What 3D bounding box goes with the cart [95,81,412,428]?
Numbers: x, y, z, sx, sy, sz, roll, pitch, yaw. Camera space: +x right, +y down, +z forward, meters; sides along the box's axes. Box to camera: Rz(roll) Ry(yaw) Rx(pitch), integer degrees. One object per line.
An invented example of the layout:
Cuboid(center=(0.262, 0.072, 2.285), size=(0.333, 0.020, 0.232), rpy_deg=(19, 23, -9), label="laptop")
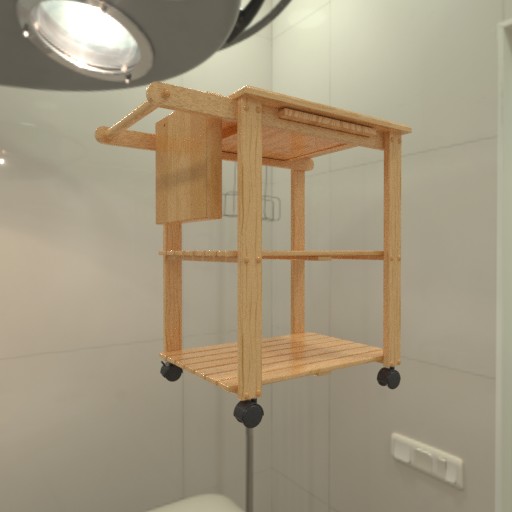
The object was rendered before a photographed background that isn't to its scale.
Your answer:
Cuboid(center=(0.000, 0.000, 1.358), size=(0.843, 0.816, 0.520), rpy_deg=(-1, 1, -35), label="cart")
